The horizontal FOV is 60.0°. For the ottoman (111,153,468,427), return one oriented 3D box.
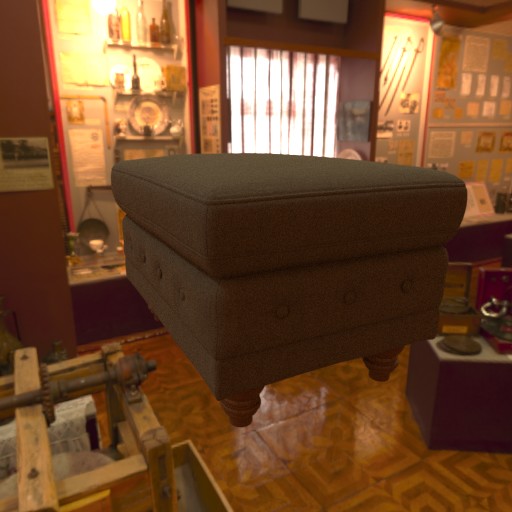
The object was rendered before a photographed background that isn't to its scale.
[{"bbox_3d":[0.000,0.000,1.127,0.569,0.500,0.771,-8,17,-26],"label":"ottoman"}]
